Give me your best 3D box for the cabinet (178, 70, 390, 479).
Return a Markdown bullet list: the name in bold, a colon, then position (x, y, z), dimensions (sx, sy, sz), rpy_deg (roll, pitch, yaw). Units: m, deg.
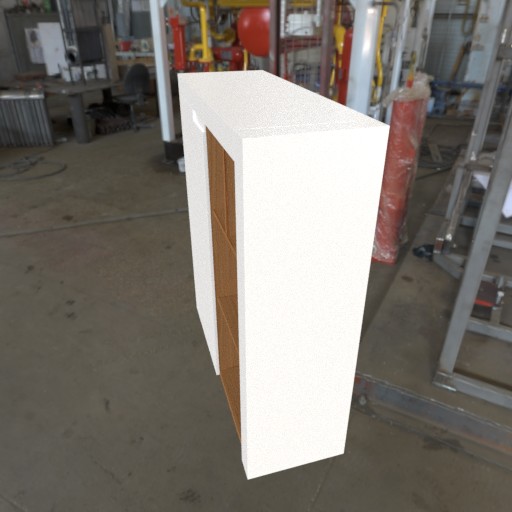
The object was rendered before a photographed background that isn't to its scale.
- **cabinet**: position (0.000, 0.000, 1.642), dimensions (0.348, 1.150, 0.990), rpy_deg (-8, 31, -14)
